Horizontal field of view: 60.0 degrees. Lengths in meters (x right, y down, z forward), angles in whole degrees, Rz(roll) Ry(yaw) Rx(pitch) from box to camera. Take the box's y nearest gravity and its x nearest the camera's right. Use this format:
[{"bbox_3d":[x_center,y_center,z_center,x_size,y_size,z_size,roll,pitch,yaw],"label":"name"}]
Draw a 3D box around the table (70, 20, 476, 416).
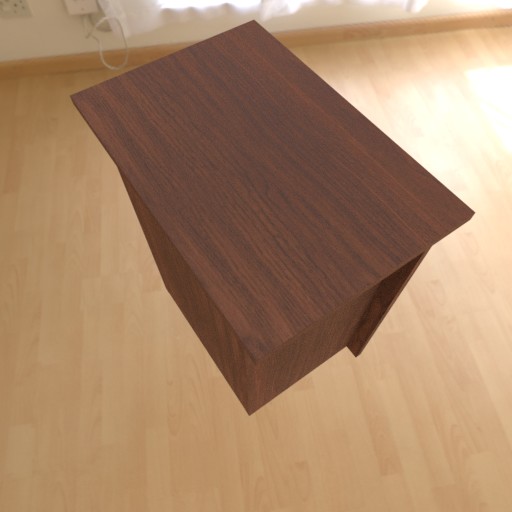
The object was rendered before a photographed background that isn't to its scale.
[{"bbox_3d":[0.000,0.000,1.040,0.406,0.711,0.589,-31,65,-16],"label":"table"}]
